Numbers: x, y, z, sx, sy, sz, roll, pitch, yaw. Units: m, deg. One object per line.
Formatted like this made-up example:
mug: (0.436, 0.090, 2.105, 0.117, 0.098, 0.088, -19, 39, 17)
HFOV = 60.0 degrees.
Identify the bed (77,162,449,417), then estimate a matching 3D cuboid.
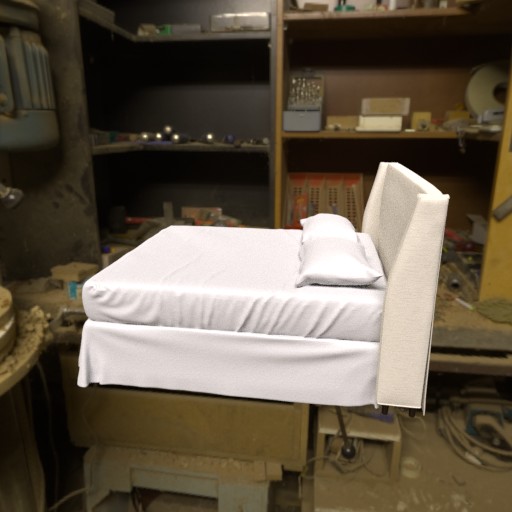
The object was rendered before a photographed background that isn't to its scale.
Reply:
bed: (0.000, 0.000, 3.439, 2.276, 1.332, 1.925, 3, 17, 9)
